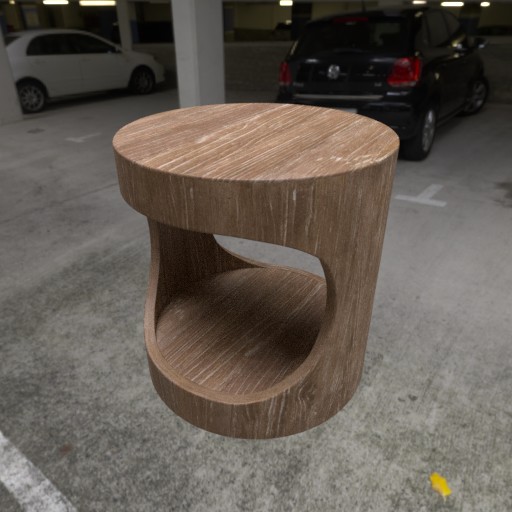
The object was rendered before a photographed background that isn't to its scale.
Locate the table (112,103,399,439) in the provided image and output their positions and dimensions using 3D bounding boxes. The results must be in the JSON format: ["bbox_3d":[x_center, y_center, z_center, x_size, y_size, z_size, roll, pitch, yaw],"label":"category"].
[{"bbox_3d":[0.000,0.000,0.982,0.527,0.551,0.527,0,30,0],"label":"table"}]
